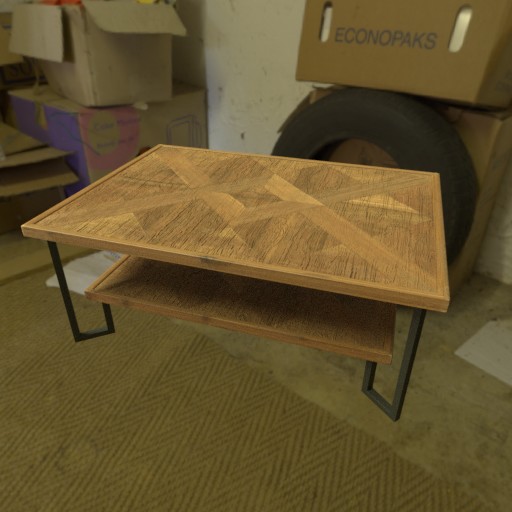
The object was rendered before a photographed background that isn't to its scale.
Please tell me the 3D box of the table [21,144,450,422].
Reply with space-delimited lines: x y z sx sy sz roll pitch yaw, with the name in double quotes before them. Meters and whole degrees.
"table" 0.000 0.000 1.680 1.238 0.492 0.877 10 32 15
